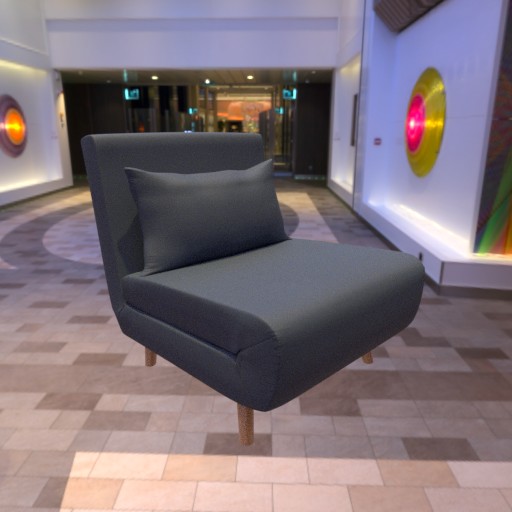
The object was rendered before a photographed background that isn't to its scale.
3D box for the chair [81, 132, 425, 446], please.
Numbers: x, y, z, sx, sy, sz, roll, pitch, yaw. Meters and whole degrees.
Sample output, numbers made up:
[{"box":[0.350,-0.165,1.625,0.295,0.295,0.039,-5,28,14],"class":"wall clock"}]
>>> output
[{"box":[0.000,0.000,1.506,0.770,0.808,0.900,-15,22,-43],"class":"chair"}]
